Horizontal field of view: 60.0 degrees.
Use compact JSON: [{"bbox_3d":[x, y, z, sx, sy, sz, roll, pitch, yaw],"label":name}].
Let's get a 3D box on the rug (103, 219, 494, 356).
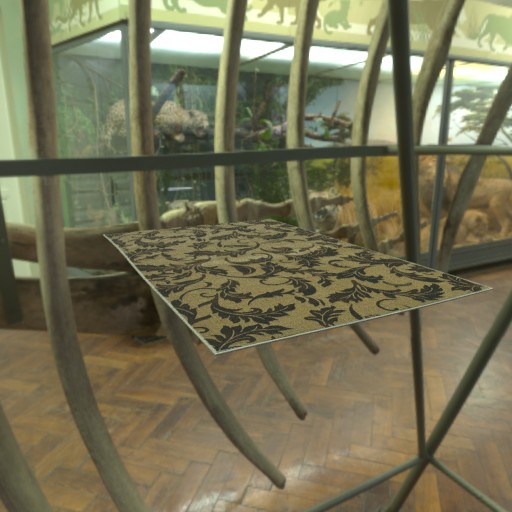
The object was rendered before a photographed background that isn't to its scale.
[{"bbox_3d":[0.000,0.000,2.855,1.522,0.008,2.284,-8,17,-27],"label":"rug"}]
